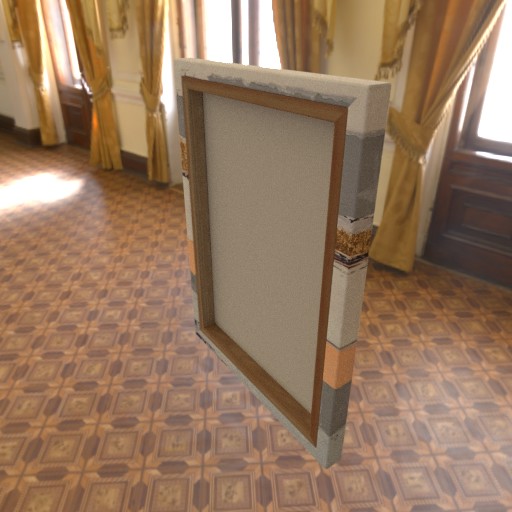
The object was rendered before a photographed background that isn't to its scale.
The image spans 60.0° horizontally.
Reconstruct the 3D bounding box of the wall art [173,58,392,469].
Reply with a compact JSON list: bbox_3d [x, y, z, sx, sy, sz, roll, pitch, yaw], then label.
[{"bbox_3d":[0.000,0.000,0.776,0.038,0.609,0.456,-19,33,-31],"label":"wall art"}]
